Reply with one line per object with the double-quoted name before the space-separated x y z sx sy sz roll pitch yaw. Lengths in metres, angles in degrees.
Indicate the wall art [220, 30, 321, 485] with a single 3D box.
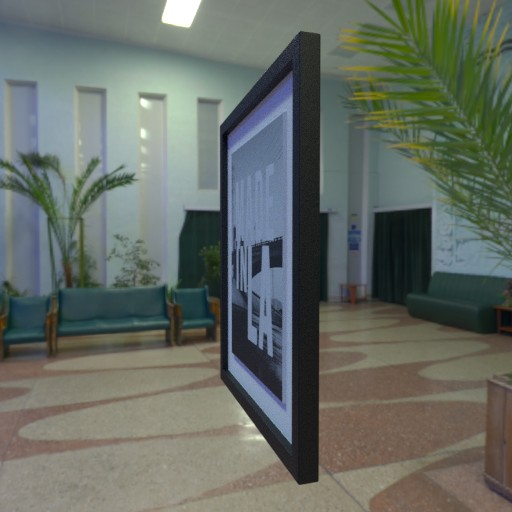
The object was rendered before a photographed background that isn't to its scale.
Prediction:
"wall art" 0.000 0.000 0.766 0.028 0.559 0.457 -1 2 -17
